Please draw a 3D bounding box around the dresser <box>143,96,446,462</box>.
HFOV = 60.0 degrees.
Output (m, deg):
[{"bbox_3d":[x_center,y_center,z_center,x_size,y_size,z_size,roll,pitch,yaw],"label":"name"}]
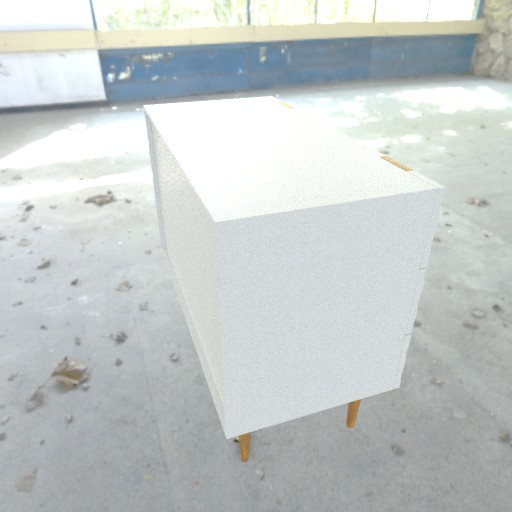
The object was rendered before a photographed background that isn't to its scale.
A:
[{"bbox_3d":[0.000,0.000,1.322,0.457,0.721,0.905,-10,32,-17],"label":"dresser"}]
